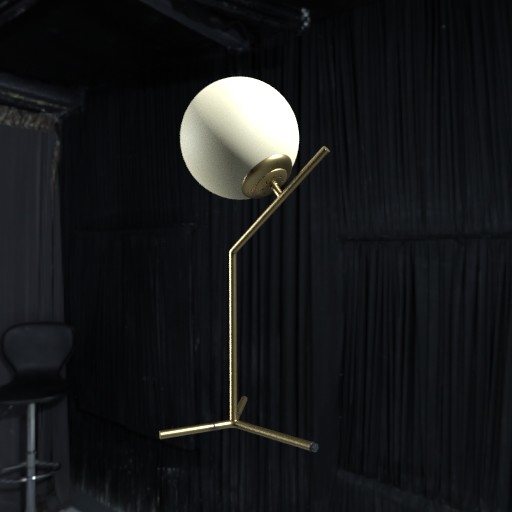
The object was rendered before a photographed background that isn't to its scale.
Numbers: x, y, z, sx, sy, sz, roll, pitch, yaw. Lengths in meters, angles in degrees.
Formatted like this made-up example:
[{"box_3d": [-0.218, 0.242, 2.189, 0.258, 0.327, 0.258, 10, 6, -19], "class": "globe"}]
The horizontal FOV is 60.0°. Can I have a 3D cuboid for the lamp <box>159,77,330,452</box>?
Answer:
[{"box_3d": [0.000, 0.000, 0.684, 0.251, 0.552, 0.210, 1, 1, 37], "class": "lamp"}]
